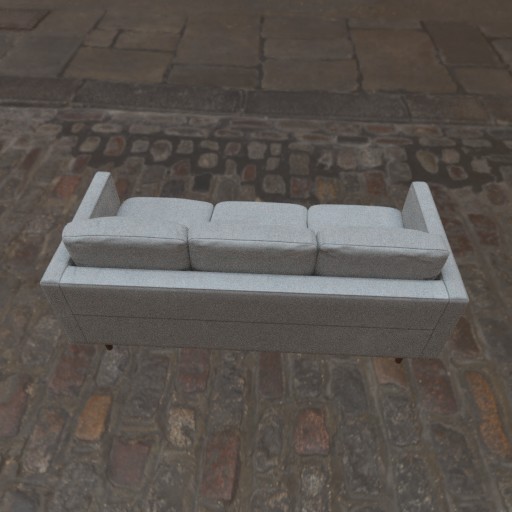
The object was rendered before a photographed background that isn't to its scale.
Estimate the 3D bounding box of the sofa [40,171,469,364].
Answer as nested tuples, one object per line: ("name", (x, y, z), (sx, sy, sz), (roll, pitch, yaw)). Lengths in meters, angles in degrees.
("sofa", (0.000, 0.000, 2.538), (1.983, 0.918, 0.944), (2, 46, 2))
